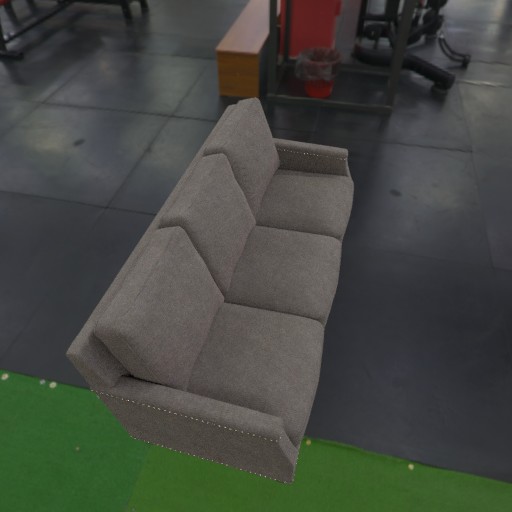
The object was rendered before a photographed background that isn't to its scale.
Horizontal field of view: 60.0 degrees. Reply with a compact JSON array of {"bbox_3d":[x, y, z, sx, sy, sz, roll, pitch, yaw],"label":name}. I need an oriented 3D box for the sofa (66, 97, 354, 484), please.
[{"bbox_3d":[0.000,0.000,2.730,1.034,1.042,2.226,11,47,11],"label":"sofa"}]
